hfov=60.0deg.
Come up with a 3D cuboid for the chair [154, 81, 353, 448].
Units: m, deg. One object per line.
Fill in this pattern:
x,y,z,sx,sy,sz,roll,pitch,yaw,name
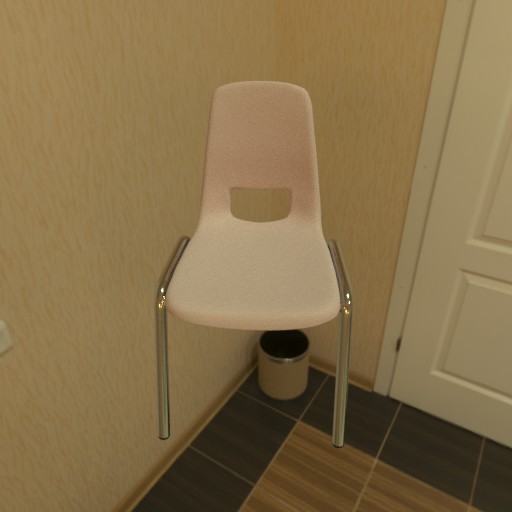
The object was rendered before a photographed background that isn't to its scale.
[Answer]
0.000,0.000,0.869,0.354,0.586,0.423,2,31,3,chair
